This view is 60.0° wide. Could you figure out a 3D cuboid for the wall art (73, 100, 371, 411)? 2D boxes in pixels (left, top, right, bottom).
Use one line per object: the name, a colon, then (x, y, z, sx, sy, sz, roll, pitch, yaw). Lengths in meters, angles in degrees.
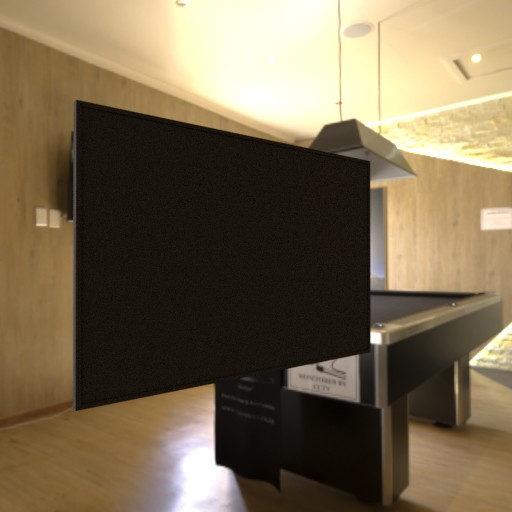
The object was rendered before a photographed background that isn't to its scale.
wall art: (0.000, 0.000, 1.515, 1.190, 0.805, 0.028, 0, 0, -37)
